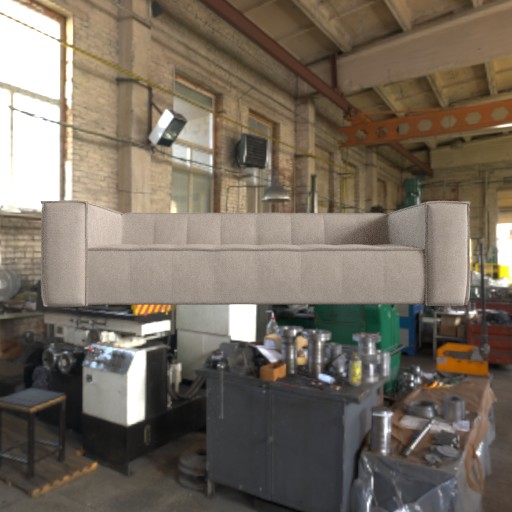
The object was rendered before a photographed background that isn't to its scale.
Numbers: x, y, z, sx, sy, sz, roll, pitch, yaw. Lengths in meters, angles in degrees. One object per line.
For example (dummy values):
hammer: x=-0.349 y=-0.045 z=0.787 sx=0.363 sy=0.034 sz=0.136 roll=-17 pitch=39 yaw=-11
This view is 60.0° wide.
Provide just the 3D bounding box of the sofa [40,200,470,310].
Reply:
sofa: x=0.000 y=0.000 z=3.195 sx=2.697 sy=0.680 sz=1.038 roll=0 pitch=0 yaw=-1
